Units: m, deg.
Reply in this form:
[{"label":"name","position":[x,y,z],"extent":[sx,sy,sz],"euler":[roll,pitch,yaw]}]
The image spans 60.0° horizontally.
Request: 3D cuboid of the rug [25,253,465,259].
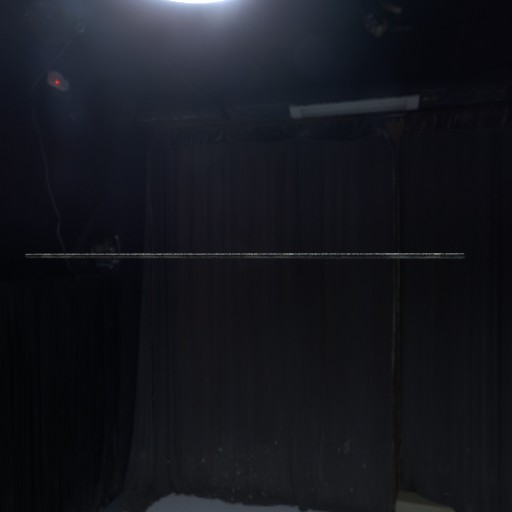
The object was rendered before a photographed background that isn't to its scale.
[{"label":"rug","position":[0.000,0.000,3.415],"extent":[2.701,0.026,1.801],"euler":[0,0,17]}]
